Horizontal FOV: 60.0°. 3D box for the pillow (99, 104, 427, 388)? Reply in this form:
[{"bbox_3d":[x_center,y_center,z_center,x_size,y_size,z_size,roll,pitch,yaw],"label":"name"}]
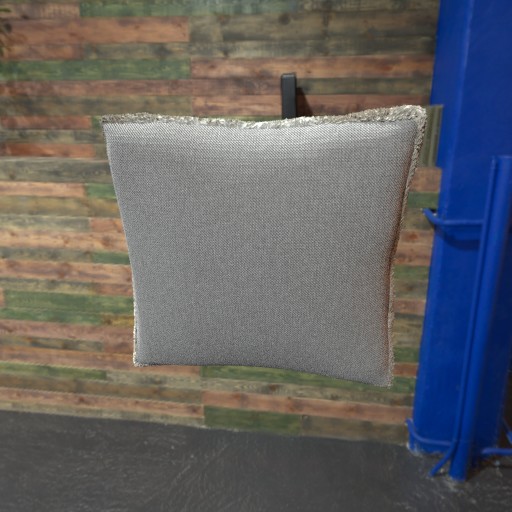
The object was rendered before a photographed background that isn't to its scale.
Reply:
[{"bbox_3d":[0.000,0.000,0.810,0.529,0.515,0.218,3,16,9],"label":"pillow"}]
